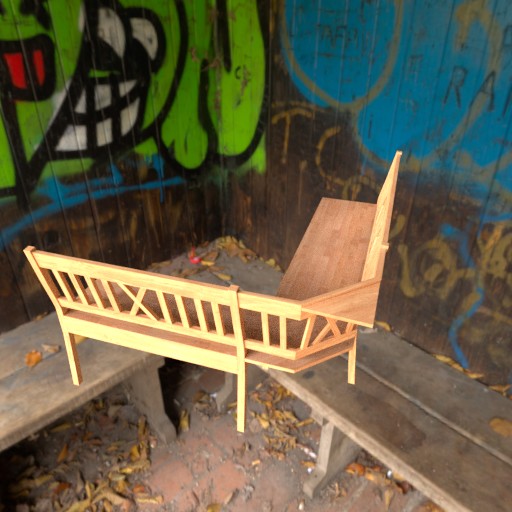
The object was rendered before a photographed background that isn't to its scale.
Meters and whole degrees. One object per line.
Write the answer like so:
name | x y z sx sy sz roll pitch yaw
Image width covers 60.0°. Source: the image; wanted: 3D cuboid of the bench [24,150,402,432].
bench | 0.000 0.000 2.780 1.537 0.902 1.937 10 33 15
